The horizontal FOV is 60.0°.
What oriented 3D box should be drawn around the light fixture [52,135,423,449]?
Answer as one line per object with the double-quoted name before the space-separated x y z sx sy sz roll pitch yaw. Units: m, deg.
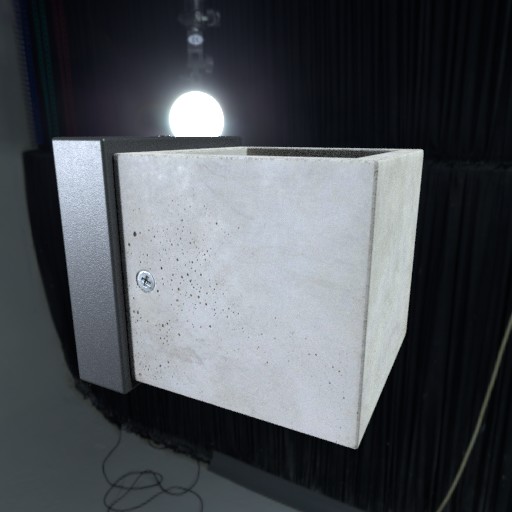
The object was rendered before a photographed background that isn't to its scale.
"light fixture" 0.000 0.000 0.232 0.143 0.121 0.121 8 17 26
